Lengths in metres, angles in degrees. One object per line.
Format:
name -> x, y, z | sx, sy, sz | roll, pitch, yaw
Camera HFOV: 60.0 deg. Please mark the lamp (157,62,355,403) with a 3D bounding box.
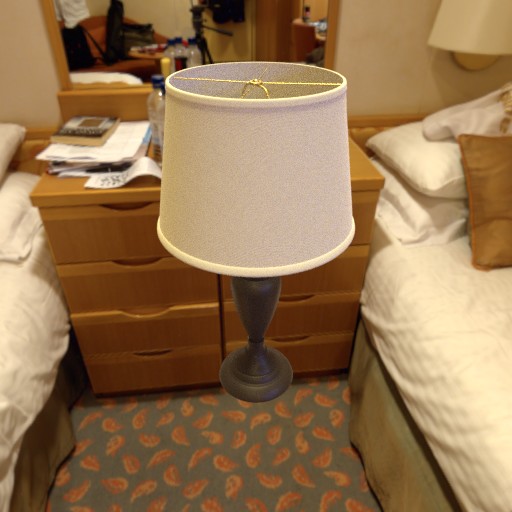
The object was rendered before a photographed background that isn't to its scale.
lamp -> 0.000, 0.000, 0.803 | 0.335, 0.611, 0.335 | 0, 33, 0
